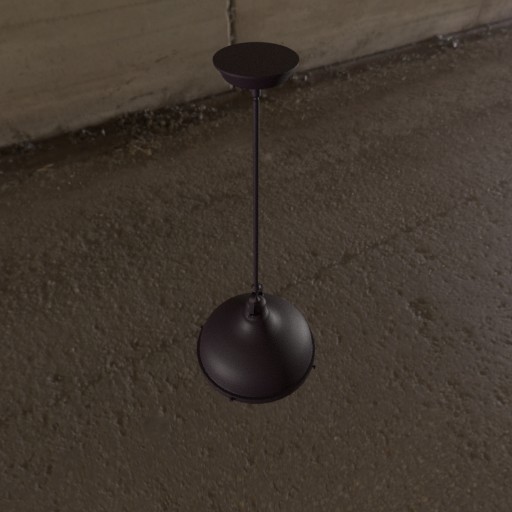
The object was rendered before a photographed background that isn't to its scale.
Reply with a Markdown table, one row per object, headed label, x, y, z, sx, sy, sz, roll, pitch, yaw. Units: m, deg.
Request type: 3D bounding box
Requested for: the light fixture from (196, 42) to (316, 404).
| label | x | y | z | sx | sy | sz | roll | pitch | yaw |
| --- | --- | --- | --- | --- | --- | --- | --- | --- | --- |
| light fixture | 0.000 | 0.000 | 0.968 | 0.341 | 0.849 | 0.341 | 16 | 48 | 15 |
